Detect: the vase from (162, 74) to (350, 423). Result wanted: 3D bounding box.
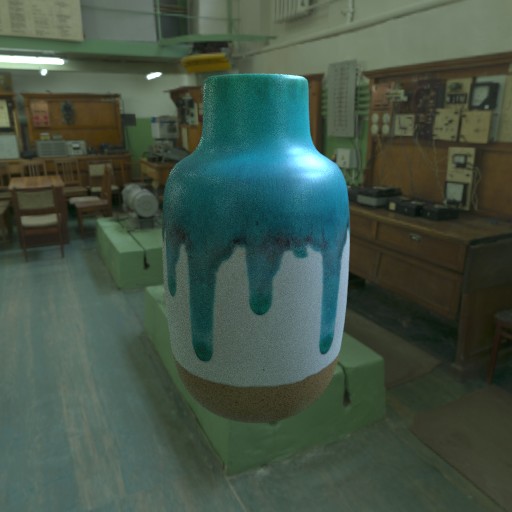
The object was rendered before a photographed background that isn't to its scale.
[{"bbox_3d":[0.000,0.000,0.256,0.106,0.192,0.106,0,17,0],"label":"vase"}]
